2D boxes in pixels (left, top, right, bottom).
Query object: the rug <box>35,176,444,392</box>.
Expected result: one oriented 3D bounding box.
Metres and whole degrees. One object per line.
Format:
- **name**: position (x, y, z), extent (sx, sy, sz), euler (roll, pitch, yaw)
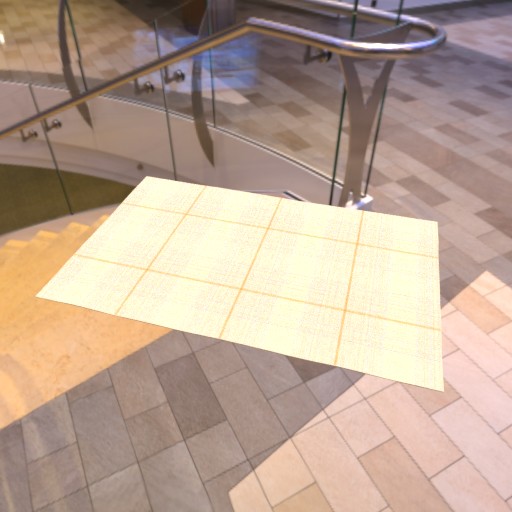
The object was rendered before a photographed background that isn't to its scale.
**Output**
- **rug**: position (0.000, 0.000, 3.079), extent (2.442, 0.016, 1.527), euler (11, 42, 12)
